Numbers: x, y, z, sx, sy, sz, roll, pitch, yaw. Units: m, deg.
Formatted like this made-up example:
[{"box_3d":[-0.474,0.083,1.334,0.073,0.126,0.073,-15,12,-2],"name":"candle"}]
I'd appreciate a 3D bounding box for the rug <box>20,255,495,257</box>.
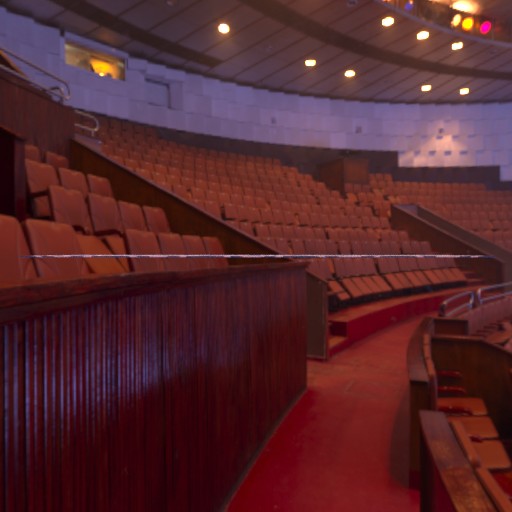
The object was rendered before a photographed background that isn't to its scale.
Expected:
[{"box_3d":[0.000,0.000,2.486,2.296,0.006,0.685,0,1,2],"name":"rug"}]
